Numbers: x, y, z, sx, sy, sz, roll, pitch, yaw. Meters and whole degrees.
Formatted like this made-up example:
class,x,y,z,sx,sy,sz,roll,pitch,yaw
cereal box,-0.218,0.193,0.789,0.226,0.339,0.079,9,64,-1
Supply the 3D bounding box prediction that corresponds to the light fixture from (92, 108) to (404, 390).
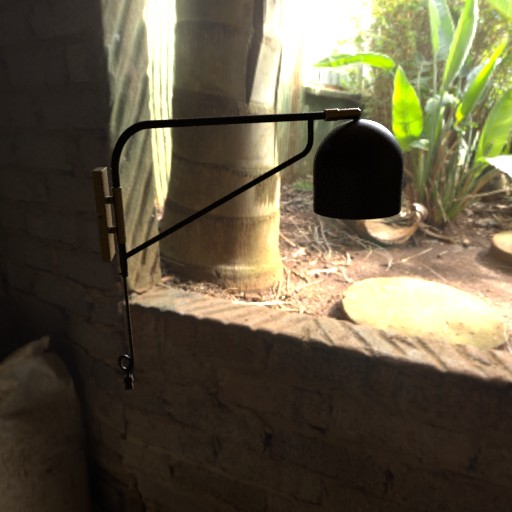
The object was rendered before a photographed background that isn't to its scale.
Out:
class,x,y,z,sx,sy,sz,roll,pitch,yaw
light fixture,0.000,0.000,1.099,0.720,0.696,0.215,-3,18,-9
